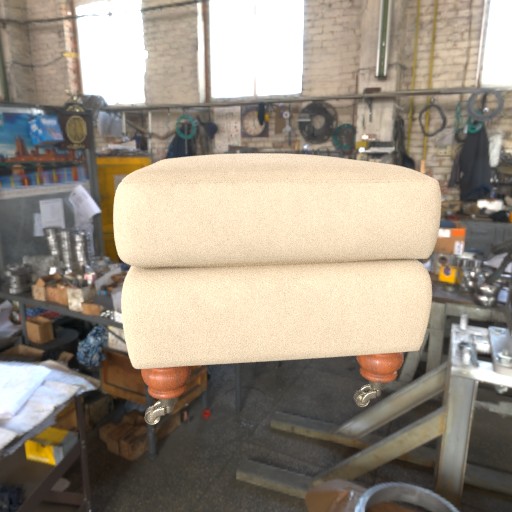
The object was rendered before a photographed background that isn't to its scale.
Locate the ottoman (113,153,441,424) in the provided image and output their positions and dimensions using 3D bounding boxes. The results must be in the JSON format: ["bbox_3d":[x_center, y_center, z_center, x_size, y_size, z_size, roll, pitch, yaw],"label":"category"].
[{"bbox_3d":[0.000,0.000,1.119,0.569,0.504,0.773,-2,14,-8],"label":"ottoman"}]
